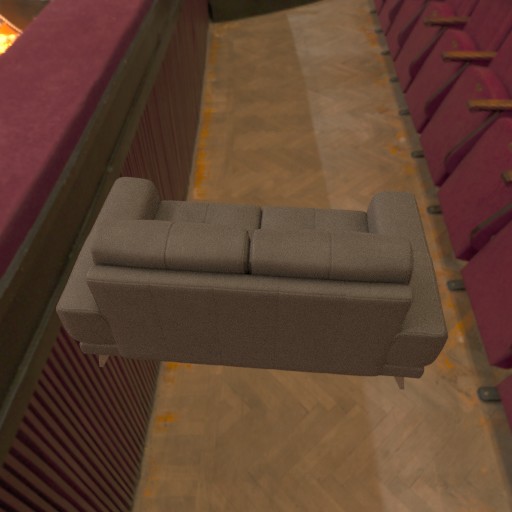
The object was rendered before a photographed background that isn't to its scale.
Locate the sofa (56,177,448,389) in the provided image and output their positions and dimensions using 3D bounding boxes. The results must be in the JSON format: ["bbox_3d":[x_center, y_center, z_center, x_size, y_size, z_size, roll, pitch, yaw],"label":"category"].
[{"bbox_3d":[0.000,0.000,2.357,1.806,0.907,1.018,3,47,3],"label":"sofa"}]
